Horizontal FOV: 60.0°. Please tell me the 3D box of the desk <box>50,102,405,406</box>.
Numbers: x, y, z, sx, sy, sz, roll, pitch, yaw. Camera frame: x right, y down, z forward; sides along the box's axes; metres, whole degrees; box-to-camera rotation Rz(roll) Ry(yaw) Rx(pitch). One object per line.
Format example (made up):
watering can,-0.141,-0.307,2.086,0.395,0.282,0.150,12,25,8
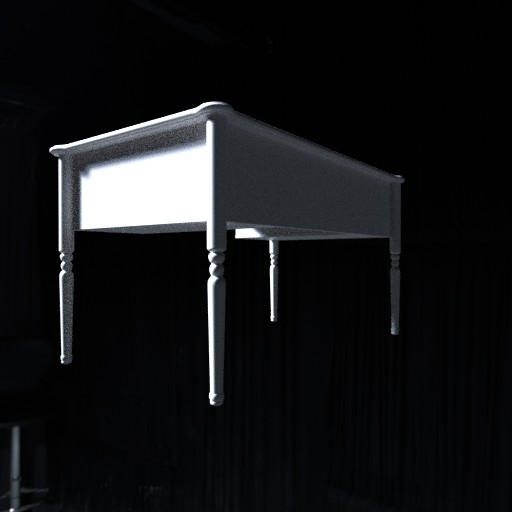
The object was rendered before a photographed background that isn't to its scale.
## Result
desk,0.000,0.000,1.854,0.807,0.762,1.380,0,0,37
